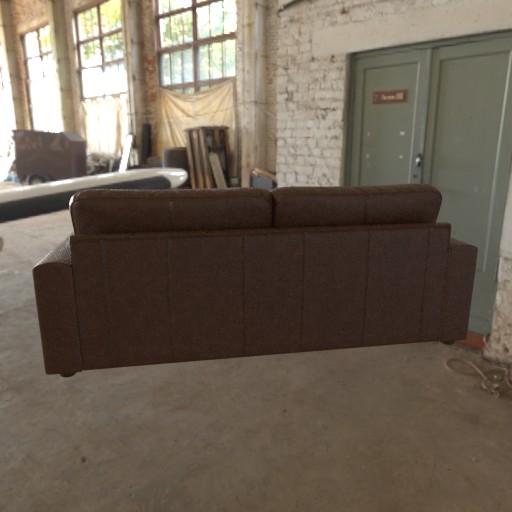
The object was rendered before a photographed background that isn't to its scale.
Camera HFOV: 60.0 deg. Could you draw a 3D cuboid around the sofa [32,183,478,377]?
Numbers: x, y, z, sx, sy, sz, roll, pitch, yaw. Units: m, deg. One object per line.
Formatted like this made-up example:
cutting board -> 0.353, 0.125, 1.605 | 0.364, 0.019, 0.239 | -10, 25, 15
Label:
sofa -> 0.000, 0.000, 2.628 | 2.179, 0.873, 1.016 | -3, 15, -10
